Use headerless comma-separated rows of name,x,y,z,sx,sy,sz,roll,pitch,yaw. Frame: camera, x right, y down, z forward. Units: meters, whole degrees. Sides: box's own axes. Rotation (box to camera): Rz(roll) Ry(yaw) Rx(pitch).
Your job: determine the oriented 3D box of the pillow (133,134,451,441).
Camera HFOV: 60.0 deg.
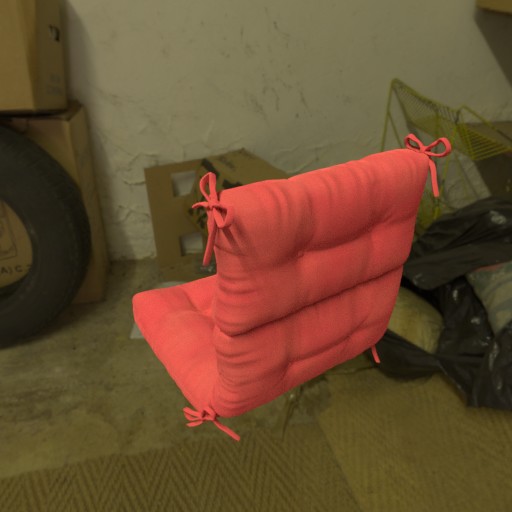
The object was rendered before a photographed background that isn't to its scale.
pillow,0.000,0.000,1.027,0.519,0.605,0.571,-18,35,-28
